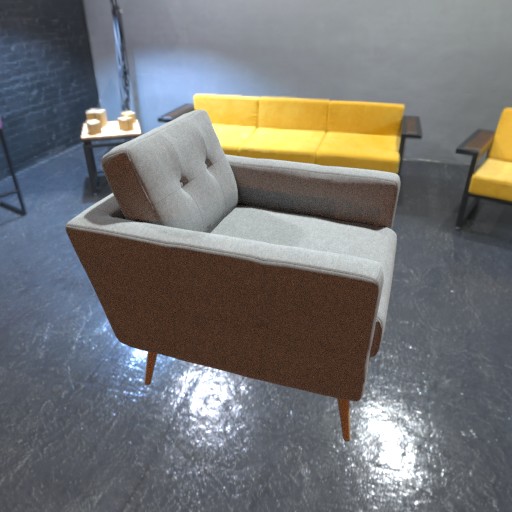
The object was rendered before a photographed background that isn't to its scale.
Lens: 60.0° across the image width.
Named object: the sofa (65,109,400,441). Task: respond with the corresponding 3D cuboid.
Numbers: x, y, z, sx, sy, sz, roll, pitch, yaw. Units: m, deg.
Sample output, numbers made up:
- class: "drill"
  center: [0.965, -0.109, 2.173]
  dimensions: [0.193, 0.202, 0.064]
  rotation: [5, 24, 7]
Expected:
- class: "sofa"
  center: [0.000, 0.000, 1.542]
  dimensions: [0.920, 0.860, 0.770]
  rotation: [10, 32, 16]
